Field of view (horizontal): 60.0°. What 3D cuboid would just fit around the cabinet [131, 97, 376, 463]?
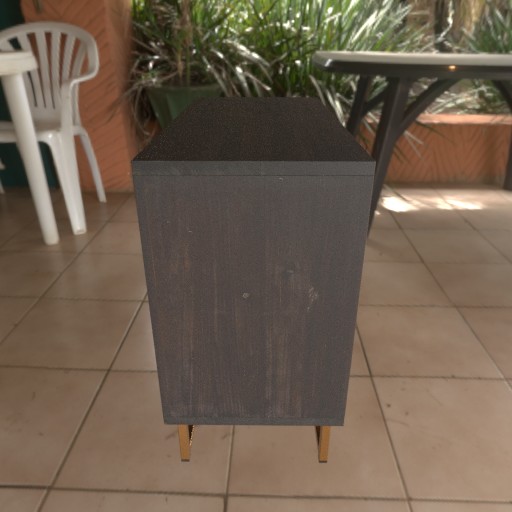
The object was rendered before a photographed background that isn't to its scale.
[{"bbox_3d":[0.000,0.000,1.430,0.451,0.860,0.950,0,26,1],"label":"cabinet"}]
